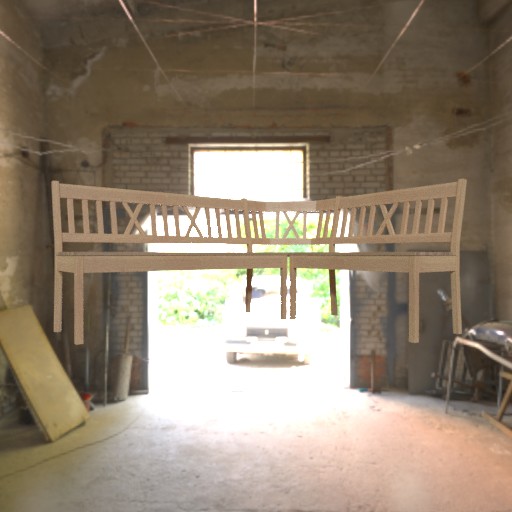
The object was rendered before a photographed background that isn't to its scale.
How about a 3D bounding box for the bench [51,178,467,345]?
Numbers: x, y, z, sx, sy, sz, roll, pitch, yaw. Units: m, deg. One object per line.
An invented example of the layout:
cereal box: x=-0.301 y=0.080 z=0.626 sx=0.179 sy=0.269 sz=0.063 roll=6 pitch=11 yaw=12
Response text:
bench: x=0.000 y=0.000 z=2.640 sx=1.937 sy=0.902 sz=1.537 roll=0 pitch=0 yaw=-37
